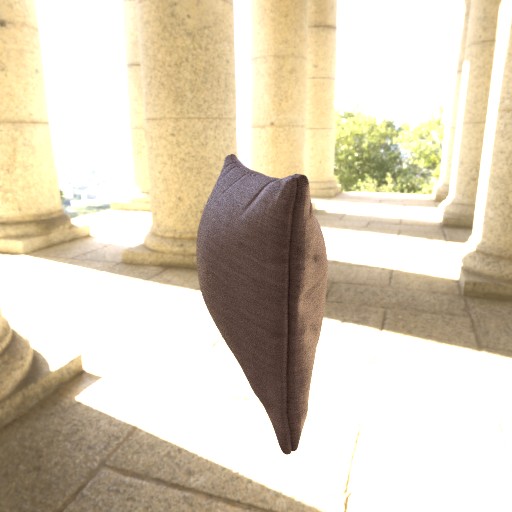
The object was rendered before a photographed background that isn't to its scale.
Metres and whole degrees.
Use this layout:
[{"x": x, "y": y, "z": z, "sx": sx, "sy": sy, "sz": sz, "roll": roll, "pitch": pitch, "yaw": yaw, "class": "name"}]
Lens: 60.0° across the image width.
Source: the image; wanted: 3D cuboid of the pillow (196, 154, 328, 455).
[{"x": 0.000, "y": 0.000, "z": 0.797, "sx": 0.210, "sy": 0.338, "sz": 0.633, "roll": -3, "pitch": 15, "yaw": -9, "class": "pillow"}]
